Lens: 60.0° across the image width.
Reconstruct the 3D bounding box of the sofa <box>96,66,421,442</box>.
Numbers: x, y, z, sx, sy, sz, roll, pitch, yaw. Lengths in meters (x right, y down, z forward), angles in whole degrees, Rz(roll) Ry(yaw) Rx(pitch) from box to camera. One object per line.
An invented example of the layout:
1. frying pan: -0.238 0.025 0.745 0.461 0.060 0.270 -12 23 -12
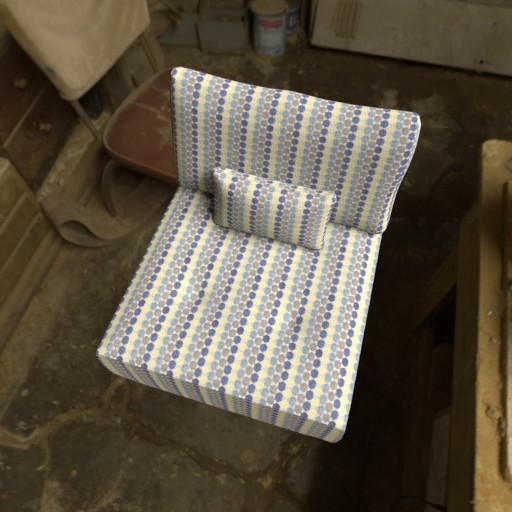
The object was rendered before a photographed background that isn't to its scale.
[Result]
1. sofa: 0.000 0.000 1.675 0.930 0.830 1.000 14 60 8
